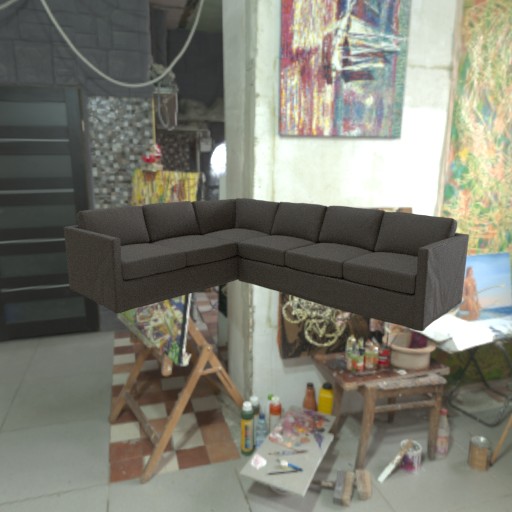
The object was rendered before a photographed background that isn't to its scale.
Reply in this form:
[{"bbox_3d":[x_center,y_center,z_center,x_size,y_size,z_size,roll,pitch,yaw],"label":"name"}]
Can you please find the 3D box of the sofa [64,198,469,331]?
[{"bbox_3d":[0.000,0.000,4.374,3.182,0.871,2.432,12,17,43],"label":"sofa"}]
